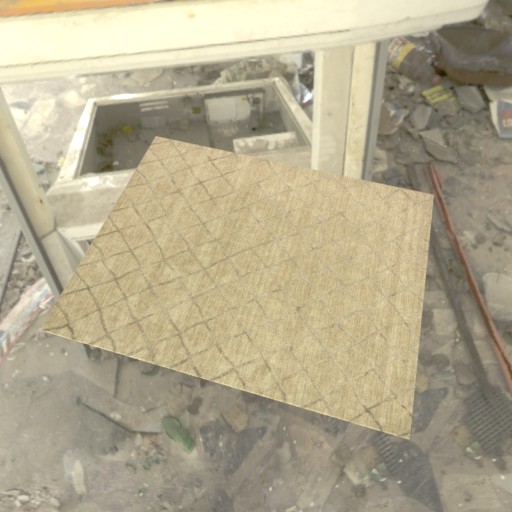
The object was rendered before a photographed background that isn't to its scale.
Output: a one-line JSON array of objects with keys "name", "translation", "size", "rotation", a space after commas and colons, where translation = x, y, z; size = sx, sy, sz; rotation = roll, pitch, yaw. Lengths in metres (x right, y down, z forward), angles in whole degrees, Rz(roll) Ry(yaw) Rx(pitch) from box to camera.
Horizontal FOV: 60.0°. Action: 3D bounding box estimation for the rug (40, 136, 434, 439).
[{"name": "rug", "translation": [0.000, 0.000, 4.086], "size": [3.038, 0.019, 2.420], "rotation": [14, 58, 9]}]
